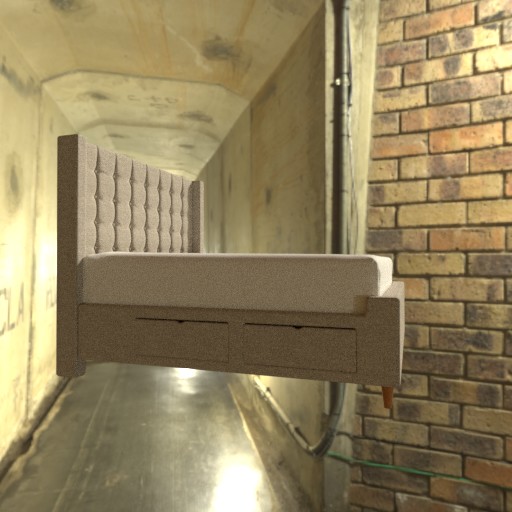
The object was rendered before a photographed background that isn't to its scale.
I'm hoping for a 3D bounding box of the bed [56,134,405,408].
[{"bbox_3d":[0.000,0.000,3.775,2.372,1.748,2.044,0,-1,19],"label":"bed"}]
